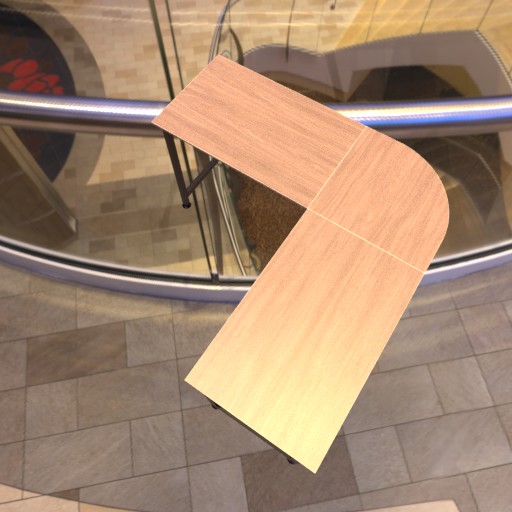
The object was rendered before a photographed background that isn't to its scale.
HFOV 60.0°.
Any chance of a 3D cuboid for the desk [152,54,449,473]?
[{"bbox_3d":[0.000,0.000,2.215,1.400,0.762,1.400,31,69,14],"label":"desk"}]
